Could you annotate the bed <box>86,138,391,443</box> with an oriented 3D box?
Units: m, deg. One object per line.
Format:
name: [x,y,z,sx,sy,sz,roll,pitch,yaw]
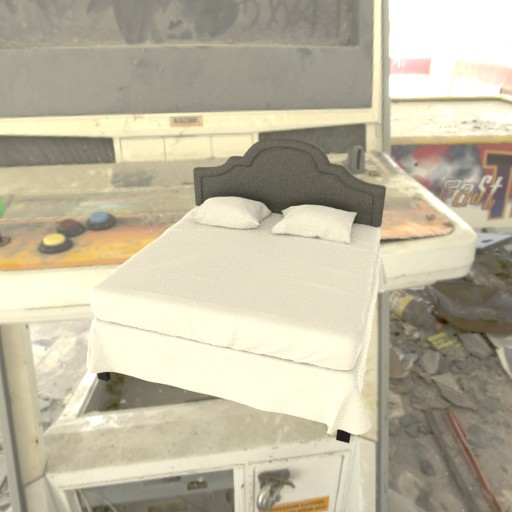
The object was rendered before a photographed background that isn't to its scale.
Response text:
bed: [0.000,0.000,3.815,2.303,1.631,2.222,8,28,16]
